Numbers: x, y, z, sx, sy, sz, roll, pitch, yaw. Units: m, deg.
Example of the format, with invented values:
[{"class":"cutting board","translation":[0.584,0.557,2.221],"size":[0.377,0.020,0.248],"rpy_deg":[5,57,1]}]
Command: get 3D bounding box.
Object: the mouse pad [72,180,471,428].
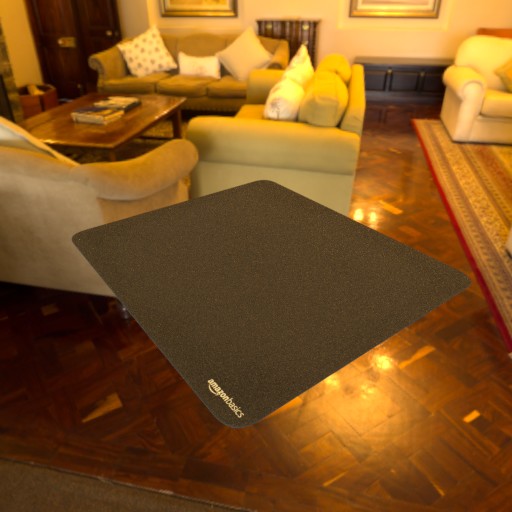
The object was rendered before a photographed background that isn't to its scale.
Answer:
[{"class":"mouse pad","translation":[0.000,0.000,0.634],"size":[0.393,0.002,0.451],"rpy_deg":[-22,38,-31]}]
